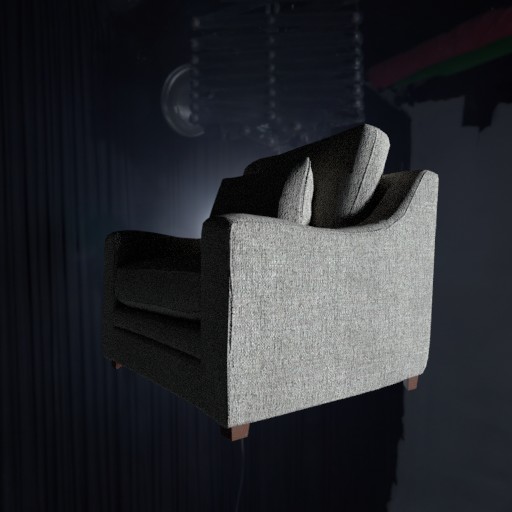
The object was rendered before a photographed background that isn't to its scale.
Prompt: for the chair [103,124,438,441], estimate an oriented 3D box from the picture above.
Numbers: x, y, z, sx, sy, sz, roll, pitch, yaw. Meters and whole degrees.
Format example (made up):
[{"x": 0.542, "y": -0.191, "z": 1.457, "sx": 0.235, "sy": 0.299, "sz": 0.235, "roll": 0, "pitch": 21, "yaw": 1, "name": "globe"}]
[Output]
[{"x": 0.000, "y": 0.000, "z": 1.924, "sx": 1.009, "sy": 1.037, "sz": 1.138, "roll": 0, "pitch": 0, "yaw": -36, "name": "chair"}]
